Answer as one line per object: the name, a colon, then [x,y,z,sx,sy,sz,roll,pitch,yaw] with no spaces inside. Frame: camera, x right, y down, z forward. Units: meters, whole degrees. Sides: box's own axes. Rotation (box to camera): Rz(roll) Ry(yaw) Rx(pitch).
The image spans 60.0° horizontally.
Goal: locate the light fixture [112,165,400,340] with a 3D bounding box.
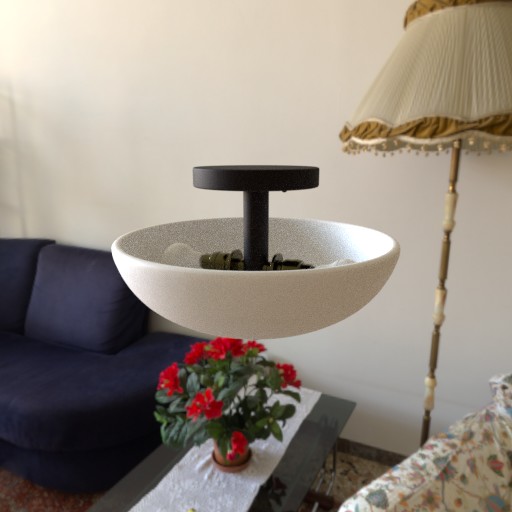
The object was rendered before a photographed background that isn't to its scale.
light fixture: [0.000,0.000,0.537,0.331,0.212,0.331,0,13,0]
